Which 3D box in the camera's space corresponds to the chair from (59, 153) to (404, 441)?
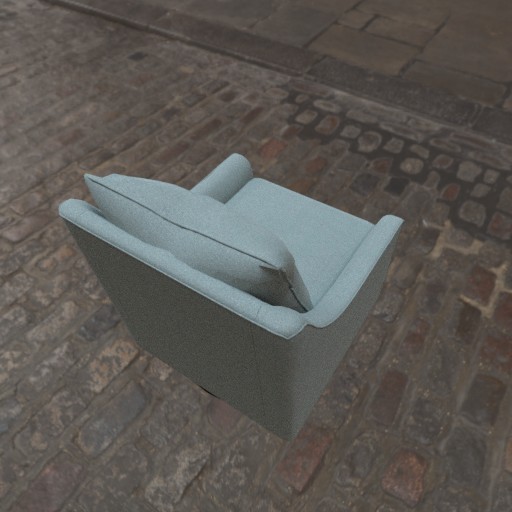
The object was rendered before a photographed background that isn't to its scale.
[{"bbox_3d":[0.000,0.000,1.553,0.760,0.926,0.870,26,53,22],"label":"chair"}]
